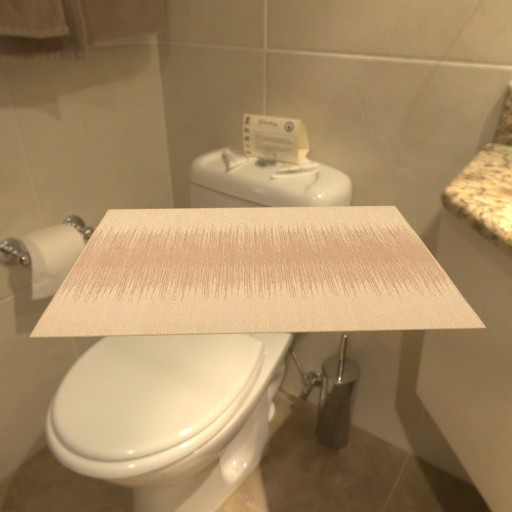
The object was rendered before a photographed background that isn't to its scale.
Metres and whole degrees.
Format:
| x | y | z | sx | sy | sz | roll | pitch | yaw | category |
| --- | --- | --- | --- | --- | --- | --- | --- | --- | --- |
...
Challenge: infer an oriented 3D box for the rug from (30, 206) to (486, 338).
| x | y | z | sx | sy | sz | roll | pitch | yaw | category |
| --- | --- | --- | --- | --- | --- | --- | --- | --- | --- |
| 0.000 | 0.000 | 2.317 | 1.850 | 0.006 | 1.234 | -1 | 30 | -2 | rug |
